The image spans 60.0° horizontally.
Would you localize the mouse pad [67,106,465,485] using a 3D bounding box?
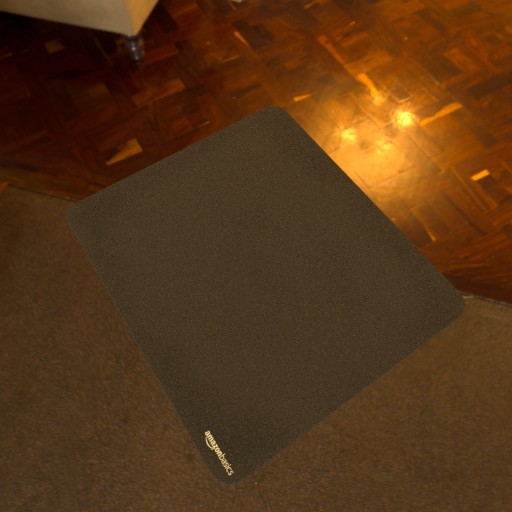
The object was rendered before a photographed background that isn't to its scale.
[{"bbox_3d":[0.000,0.000,0.625,0.393,0.002,0.451,-31,67,-15],"label":"mouse pad"}]
